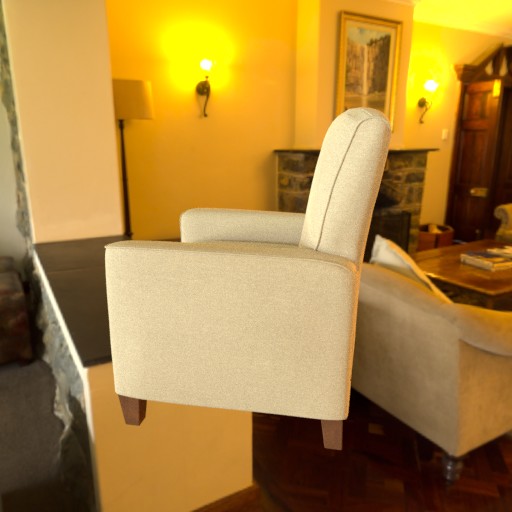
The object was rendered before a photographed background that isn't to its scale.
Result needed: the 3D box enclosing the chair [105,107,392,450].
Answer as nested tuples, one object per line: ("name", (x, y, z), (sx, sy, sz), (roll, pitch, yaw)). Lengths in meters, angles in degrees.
("chair", (0.000, 0.000, 1.661), (0.858, 1.023, 0.841), (3, 14, 10))
